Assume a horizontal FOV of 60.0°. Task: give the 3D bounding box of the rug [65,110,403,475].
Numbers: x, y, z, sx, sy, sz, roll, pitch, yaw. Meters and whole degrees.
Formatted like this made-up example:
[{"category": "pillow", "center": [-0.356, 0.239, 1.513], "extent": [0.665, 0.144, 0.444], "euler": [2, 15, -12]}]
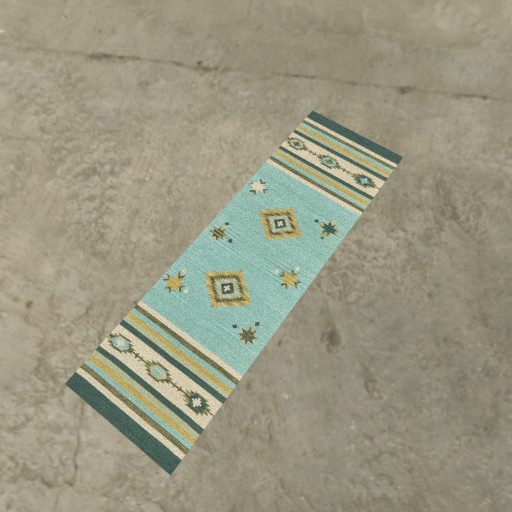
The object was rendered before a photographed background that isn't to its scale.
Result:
[{"category": "rug", "center": [0.000, 0.000, 2.718], "extent": [0.744, 0.010, 2.441], "euler": [33, 67, 16]}]
